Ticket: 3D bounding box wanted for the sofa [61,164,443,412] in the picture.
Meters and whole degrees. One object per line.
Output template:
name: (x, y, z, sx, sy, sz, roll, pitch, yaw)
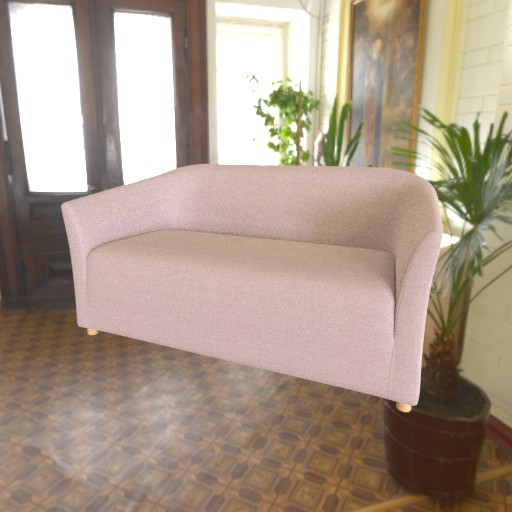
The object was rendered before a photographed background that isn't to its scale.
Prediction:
sofa: (0.000, 0.000, 1.858, 1.452, 0.721, 0.705, 7, 16, 25)
